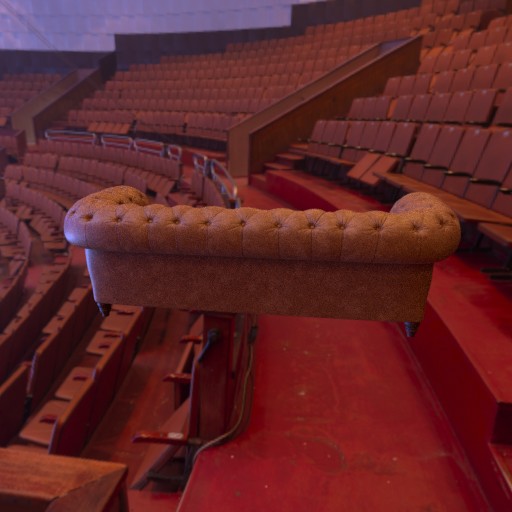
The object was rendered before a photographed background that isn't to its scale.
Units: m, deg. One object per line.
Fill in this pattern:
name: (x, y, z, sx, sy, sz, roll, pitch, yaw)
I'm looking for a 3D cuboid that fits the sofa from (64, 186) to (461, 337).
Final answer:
sofa: (0.000, 0.000, 2.794, 2.365, 0.760, 0.989, 3, 17, 8)
